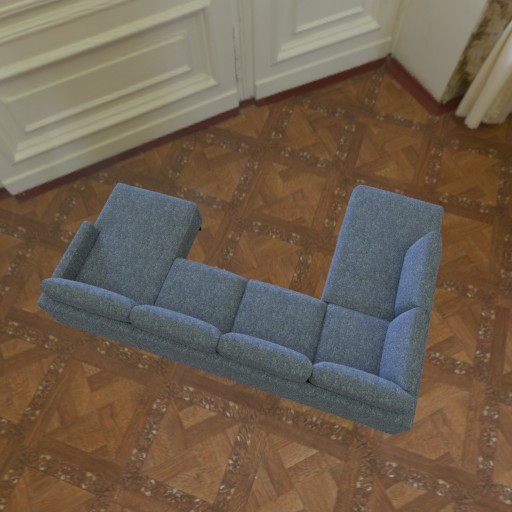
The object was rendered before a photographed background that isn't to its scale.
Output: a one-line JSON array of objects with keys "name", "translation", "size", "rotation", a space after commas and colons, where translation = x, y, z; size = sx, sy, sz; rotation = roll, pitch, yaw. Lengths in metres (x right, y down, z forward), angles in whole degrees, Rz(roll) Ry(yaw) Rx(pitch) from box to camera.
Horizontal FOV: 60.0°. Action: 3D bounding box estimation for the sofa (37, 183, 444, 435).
[{"name": "sofa", "translation": [0.000, 0.000, 3.515], "size": [2.737, 0.756, 1.879], "rotation": [16, 65, 8]}]
